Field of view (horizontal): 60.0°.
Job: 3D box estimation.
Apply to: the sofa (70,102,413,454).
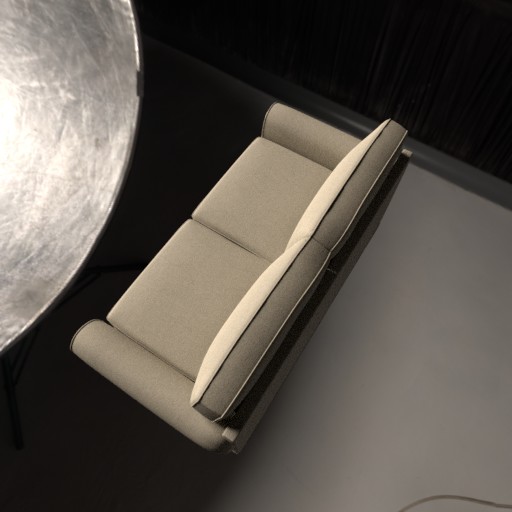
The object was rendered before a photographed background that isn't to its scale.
[{"bbox_3d":[0.000,0.000,2.281,0.861,0.933,1.774,30,67,14],"label":"sofa"}]
